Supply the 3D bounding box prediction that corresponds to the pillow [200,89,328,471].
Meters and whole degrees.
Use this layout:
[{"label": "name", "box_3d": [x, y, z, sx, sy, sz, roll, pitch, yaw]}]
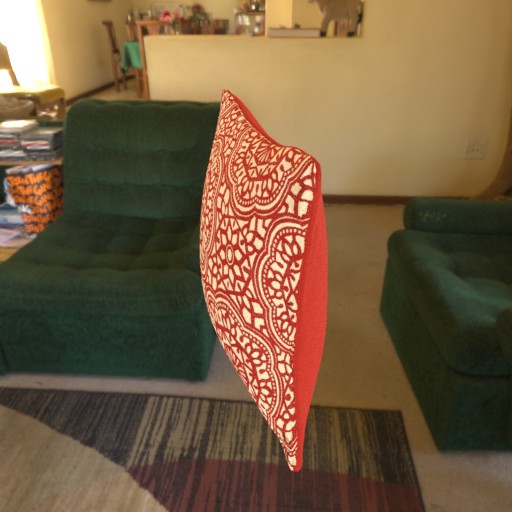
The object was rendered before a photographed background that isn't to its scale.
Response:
[{"label": "pillow", "box_3d": [0.000, 0.000, 0.666, 0.162, 0.419, 0.438, -7, 30, -12]}]
